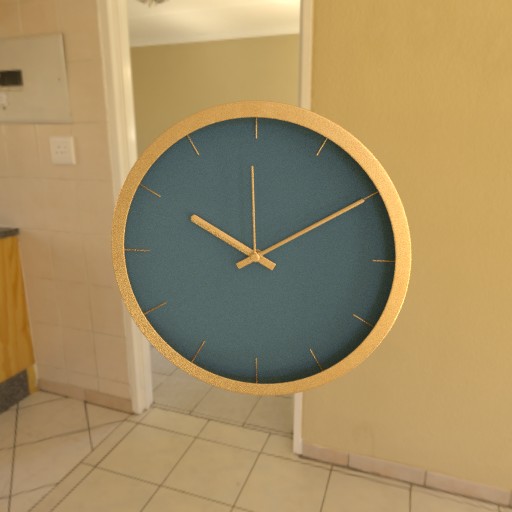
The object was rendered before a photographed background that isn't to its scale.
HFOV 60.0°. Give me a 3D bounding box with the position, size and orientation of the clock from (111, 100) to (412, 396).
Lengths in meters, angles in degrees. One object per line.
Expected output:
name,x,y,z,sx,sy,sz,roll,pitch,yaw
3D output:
clock,0.000,0.000,0.476,0.314,0.314,0.040,3,15,10
